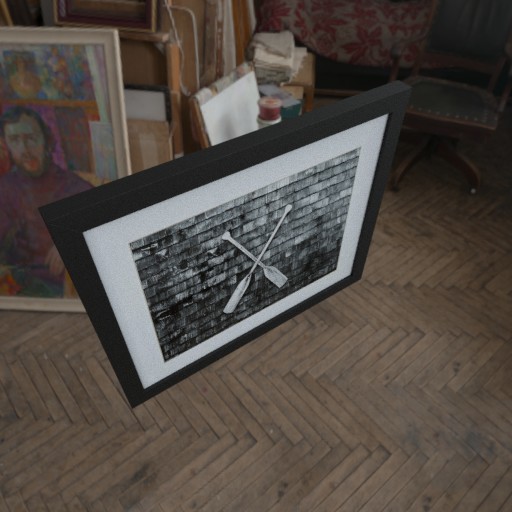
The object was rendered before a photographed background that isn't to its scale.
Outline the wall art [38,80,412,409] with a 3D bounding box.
[{"bbox_3d":[0.000,0.000,0.751,0.558,0.457,0.029,-26,52,-22],"label":"wall art"}]
